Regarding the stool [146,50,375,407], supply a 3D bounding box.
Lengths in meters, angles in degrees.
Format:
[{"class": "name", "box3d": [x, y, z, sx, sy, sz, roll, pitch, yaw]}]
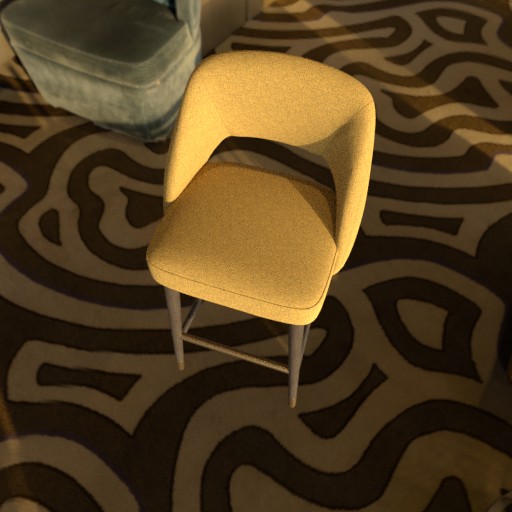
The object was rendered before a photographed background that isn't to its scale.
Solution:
[{"class": "stool", "box3d": [0.000, 0.000, 1.349, 0.536, 1.032, 0.522, 15, 58, 10]}]
